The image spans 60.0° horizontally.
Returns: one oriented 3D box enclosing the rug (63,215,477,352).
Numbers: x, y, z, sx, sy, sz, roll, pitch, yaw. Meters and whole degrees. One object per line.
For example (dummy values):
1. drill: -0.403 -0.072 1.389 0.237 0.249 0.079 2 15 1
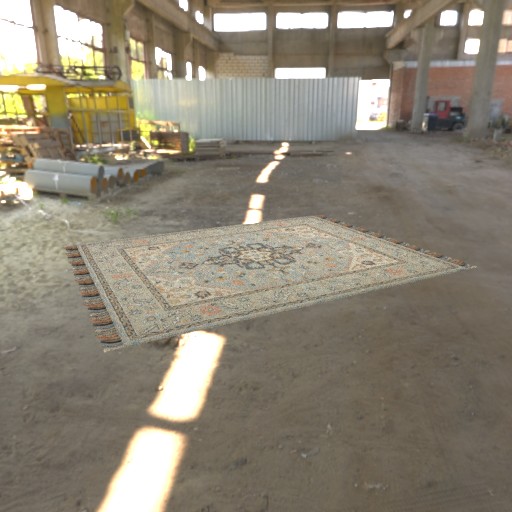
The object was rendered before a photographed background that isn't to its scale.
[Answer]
1. rug: 0.000 0.000 2.275 1.730 0.009 1.278 -9 20 -26
